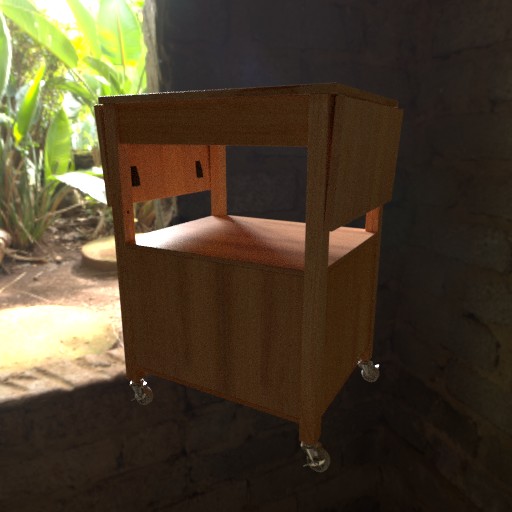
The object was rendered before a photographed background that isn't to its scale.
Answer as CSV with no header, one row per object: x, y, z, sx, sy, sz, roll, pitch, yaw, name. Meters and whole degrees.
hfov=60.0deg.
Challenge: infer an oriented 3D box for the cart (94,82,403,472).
0.000,0.000,1.250,0.640,0.838,0.508,8,17,28,cart
